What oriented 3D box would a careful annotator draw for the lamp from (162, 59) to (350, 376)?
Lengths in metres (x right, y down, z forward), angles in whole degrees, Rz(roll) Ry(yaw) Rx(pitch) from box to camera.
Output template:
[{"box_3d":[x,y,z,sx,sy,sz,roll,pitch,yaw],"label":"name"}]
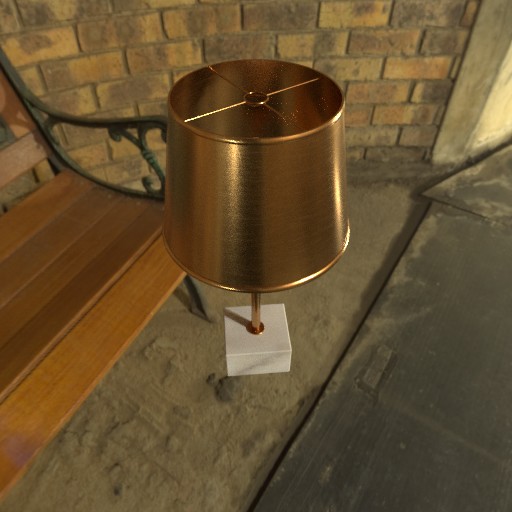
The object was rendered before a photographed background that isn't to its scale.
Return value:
[{"box_3d":[0.000,0.000,0.535,0.208,0.406,0.208,0,45,0],"label":"lamp"}]
